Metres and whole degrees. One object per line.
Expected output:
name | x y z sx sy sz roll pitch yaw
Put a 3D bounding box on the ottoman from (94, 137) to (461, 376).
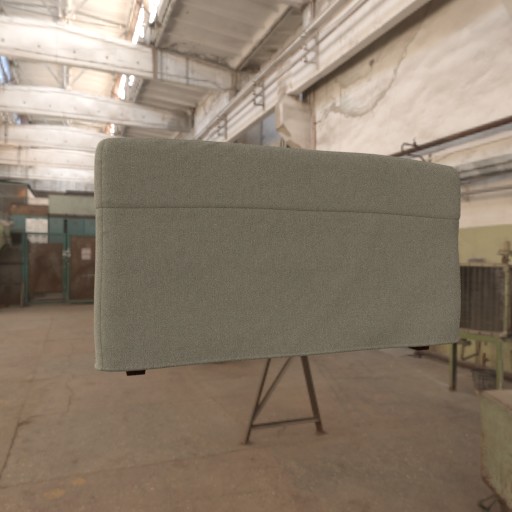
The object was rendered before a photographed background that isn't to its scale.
ottoman | 0.000 0.000 1.221 0.833 0.461 0.648 0 0 -20
